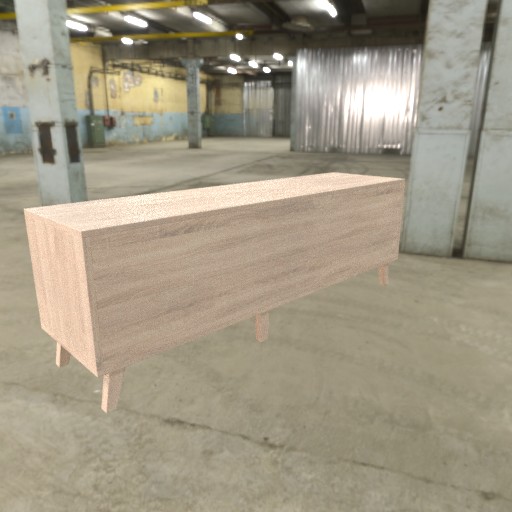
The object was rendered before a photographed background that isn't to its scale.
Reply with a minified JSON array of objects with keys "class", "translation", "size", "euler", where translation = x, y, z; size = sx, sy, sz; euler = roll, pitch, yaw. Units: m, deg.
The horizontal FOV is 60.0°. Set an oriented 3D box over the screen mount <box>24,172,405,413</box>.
[{"class":"screen mount","translation":[0.000,0.000,1.728],"size":[1.500,0.510,0.400],"euler":[-15,22,-42]}]
